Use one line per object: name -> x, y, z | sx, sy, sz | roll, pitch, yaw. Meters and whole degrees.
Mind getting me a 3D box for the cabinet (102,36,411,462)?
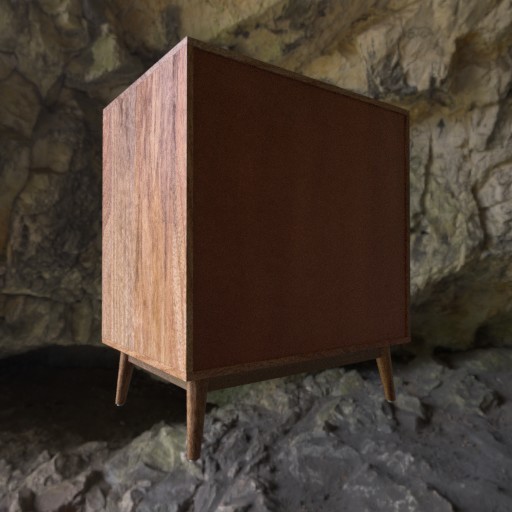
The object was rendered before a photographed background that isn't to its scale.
cabinet -> 0.000, 0.000, 1.149 | 0.647, 0.758, 0.473 | 1, -1, -36
